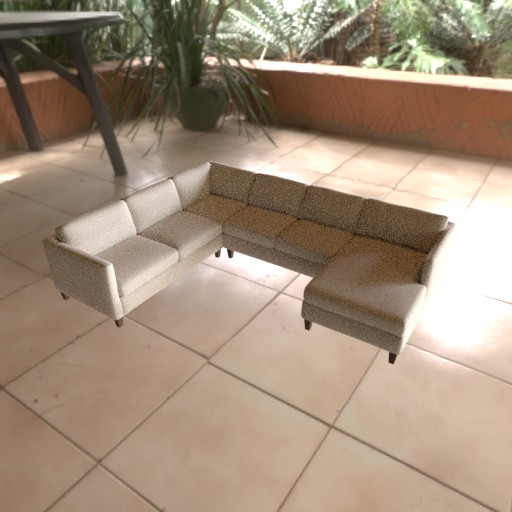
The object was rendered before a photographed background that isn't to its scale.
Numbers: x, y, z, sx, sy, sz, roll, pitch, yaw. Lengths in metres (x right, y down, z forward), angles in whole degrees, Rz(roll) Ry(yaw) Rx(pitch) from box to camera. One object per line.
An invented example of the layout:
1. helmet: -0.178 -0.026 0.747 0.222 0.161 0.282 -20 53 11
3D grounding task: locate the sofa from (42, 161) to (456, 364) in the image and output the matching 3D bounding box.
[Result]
1. sofa: 0.000 0.000 4.453 3.238 0.853 2.551 18 35 28
